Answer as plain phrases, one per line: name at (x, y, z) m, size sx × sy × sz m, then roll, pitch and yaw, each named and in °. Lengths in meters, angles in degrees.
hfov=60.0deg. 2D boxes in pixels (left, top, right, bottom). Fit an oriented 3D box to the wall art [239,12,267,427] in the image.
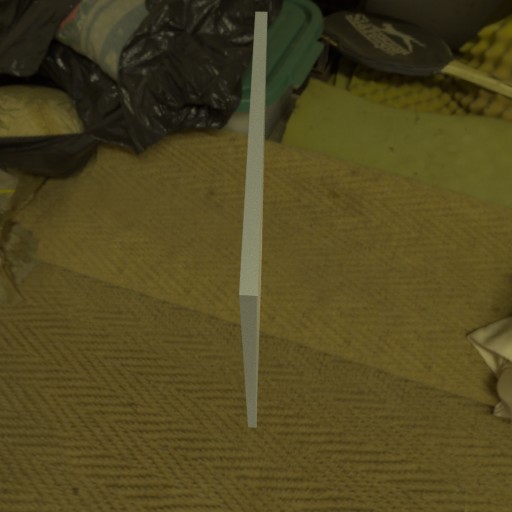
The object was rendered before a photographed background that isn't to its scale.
wall art at (0.000, 0.000, 1.342) m, size 0.034 × 1.042 × 0.789 m, roll 1°, pitch 58°, yaw 1°
